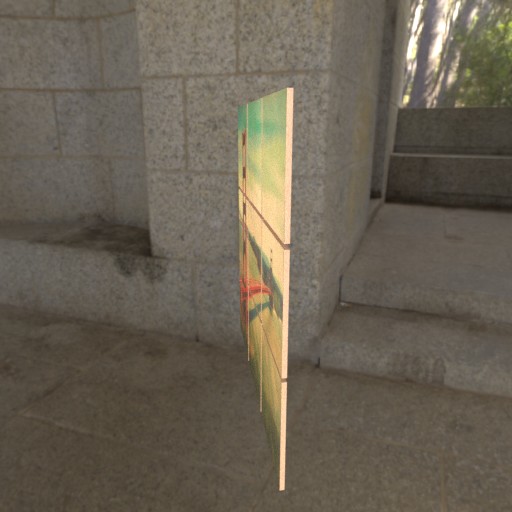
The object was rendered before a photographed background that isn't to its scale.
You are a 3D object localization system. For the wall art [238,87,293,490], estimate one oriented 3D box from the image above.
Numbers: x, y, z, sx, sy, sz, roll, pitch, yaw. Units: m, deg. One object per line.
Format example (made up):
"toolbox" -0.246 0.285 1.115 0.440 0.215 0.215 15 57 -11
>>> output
"wall art" 0.000 0.000 1.825 0.016 1.207 1.217 -2 17 -8
